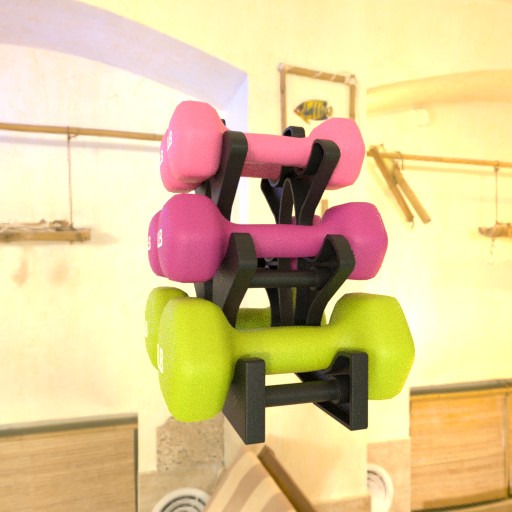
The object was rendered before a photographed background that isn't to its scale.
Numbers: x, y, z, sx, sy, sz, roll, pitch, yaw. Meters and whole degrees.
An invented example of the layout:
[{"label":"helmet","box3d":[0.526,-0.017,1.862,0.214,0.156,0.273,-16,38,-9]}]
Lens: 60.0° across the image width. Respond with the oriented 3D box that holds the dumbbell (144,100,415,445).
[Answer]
[{"label":"dumbbell","box3d":[0.000,0.000,0.438,0.203,0.261,0.257,0,-1,-18]}]
